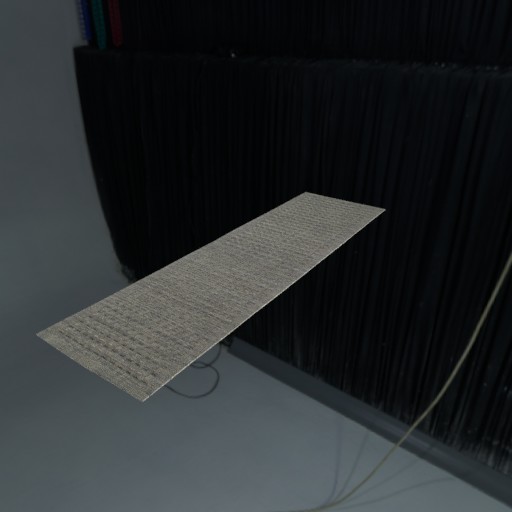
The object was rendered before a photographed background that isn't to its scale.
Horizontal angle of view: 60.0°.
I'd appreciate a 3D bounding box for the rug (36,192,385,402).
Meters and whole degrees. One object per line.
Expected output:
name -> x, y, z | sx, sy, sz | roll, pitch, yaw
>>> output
rug -> 0.000, 0.000, 2.706 | 0.706, 0.009, 2.443 | 18, 32, 31
